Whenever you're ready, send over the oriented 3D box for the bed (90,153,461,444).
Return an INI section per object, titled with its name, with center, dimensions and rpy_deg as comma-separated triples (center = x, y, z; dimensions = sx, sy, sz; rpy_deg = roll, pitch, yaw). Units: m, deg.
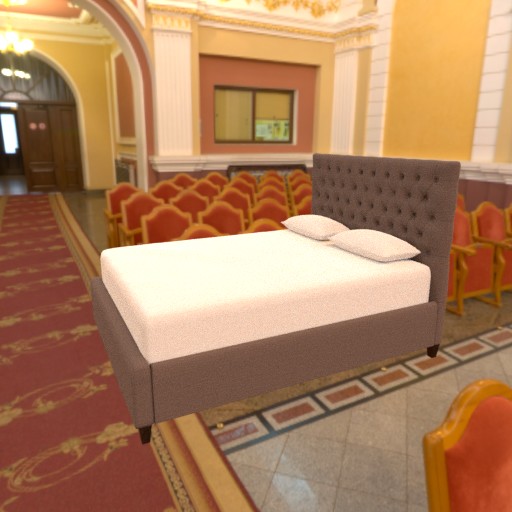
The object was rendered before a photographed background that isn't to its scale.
[bed]
center = 0.000, 0.000, 3.341
dimensions = 2.233, 1.426, 1.696
rpy_deg = -7, 17, -26
